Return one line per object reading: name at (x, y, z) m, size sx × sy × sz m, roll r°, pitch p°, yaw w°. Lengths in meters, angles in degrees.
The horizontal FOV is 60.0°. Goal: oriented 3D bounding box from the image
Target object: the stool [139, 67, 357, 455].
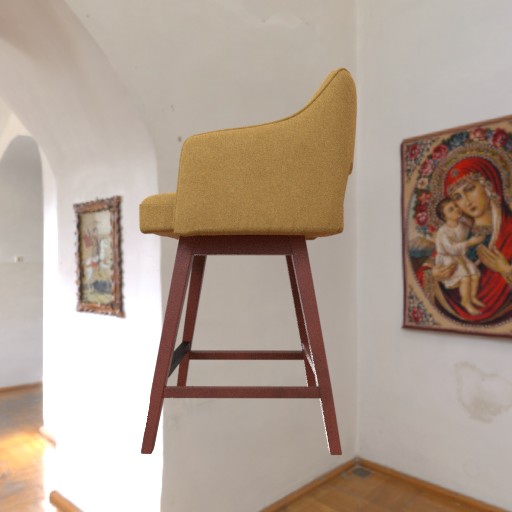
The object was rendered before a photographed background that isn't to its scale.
stool at (0.000, 0.000, 1.260) m, size 0.558 × 0.924 × 0.548 m, roll 0°, pitch 0°, yaw 0°
